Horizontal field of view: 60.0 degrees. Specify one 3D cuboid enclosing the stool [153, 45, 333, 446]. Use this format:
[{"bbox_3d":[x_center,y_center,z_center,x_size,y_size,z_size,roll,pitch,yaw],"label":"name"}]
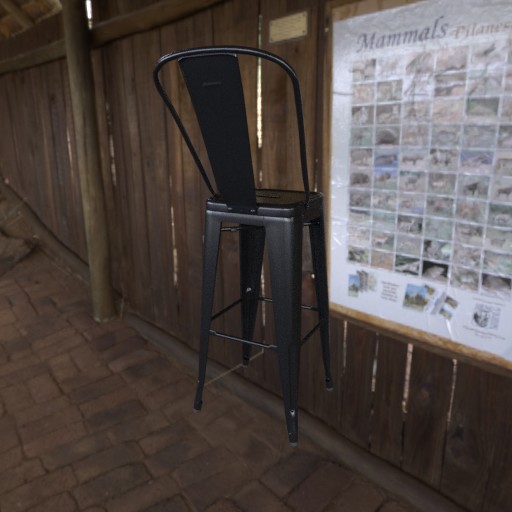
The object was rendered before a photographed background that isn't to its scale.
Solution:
[{"bbox_3d":[0.000,0.000,1.349,0.399,1.096,0.513,8,18,27],"label":"stool"}]
